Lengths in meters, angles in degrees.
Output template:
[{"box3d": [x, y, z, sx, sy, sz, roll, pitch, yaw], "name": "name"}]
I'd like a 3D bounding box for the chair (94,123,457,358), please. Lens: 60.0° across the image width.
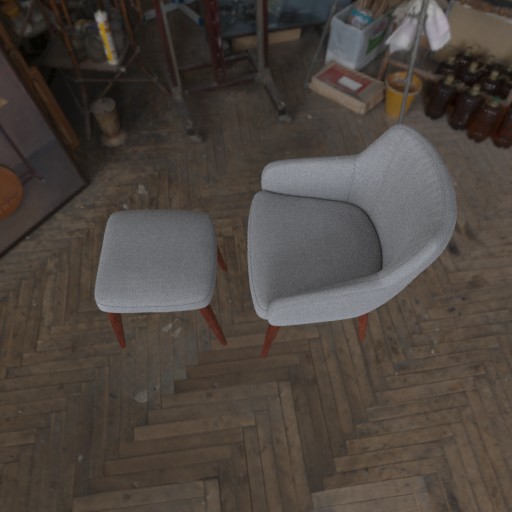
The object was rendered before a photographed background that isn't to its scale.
[{"box3d": [0.000, 0.000, 1.566, 1.107, 0.799, 0.584, -1, 58, -1], "name": "chair"}]
